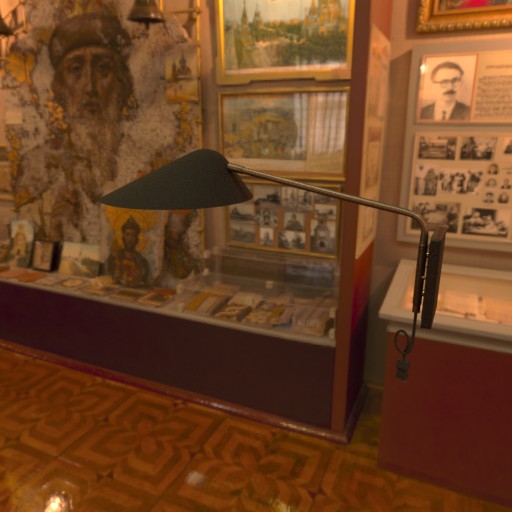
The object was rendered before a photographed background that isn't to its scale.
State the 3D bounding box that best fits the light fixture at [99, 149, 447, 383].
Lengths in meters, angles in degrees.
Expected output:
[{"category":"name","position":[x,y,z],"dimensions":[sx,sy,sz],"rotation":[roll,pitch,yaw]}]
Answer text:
[{"category":"light fixture","position":[0.000,0.000,0.672],"dimensions":[0.516,0.312,0.240],"rotation":[8,18,25]}]
